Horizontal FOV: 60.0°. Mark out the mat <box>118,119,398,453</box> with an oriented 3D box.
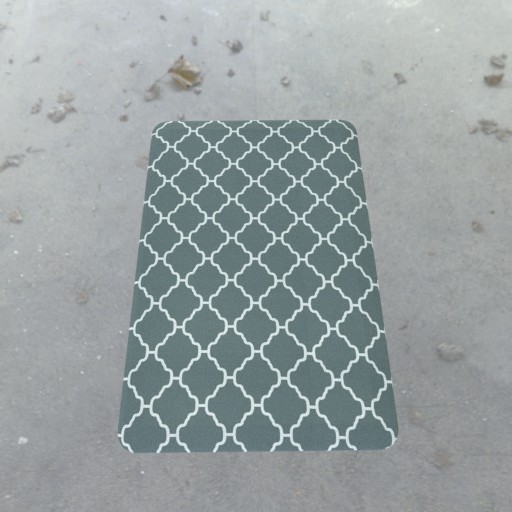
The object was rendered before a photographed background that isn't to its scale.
[{"bbox_3d":[0.000,0.000,0.944,0.508,0.021,0.762,-1,64,0],"label":"mat"}]
